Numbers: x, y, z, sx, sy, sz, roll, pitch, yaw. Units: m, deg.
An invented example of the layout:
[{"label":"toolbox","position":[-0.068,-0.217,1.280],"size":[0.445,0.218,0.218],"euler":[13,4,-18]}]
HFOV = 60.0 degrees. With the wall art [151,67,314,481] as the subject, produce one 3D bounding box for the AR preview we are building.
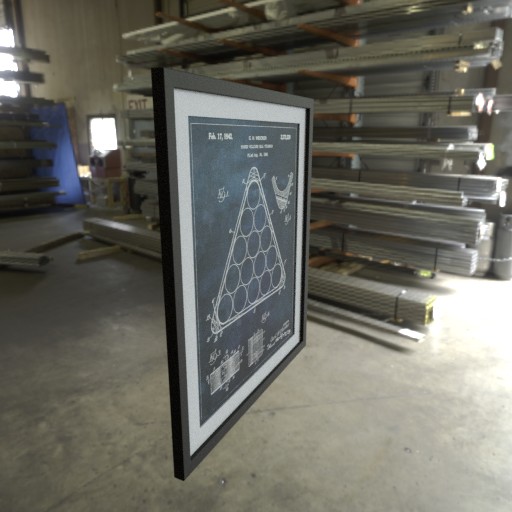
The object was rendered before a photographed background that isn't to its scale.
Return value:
[{"label":"wall art","position":[0.000,0.000,1.211],"size":[0.028,0.863,0.755],"euler":[8,17,26]}]
